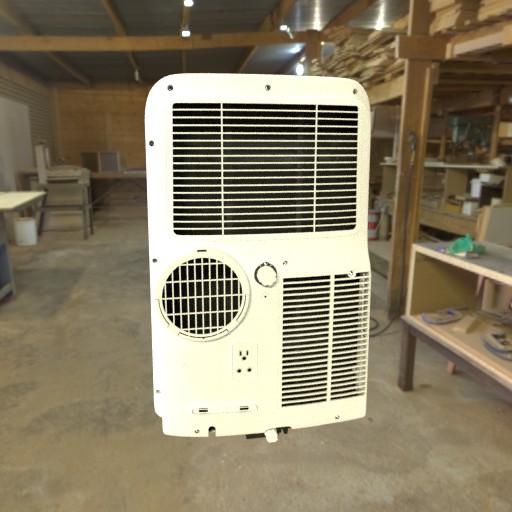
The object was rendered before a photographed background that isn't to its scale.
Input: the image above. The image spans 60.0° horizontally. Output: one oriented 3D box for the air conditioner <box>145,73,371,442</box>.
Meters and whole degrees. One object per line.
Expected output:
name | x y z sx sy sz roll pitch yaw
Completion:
air conditioner | 0.000 0.000 0.959 0.454 0.700 0.365 -2 14 -10
